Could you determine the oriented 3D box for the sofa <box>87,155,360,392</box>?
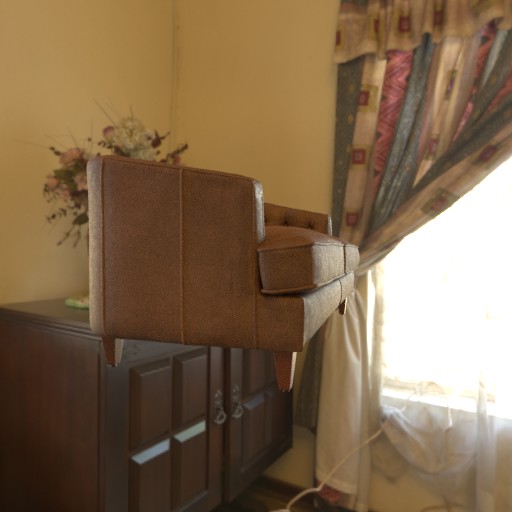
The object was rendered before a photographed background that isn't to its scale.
[{"bbox_3d":[0.000,0.000,2.224,0.917,0.799,1.767,0,1,17],"label":"sofa"}]
